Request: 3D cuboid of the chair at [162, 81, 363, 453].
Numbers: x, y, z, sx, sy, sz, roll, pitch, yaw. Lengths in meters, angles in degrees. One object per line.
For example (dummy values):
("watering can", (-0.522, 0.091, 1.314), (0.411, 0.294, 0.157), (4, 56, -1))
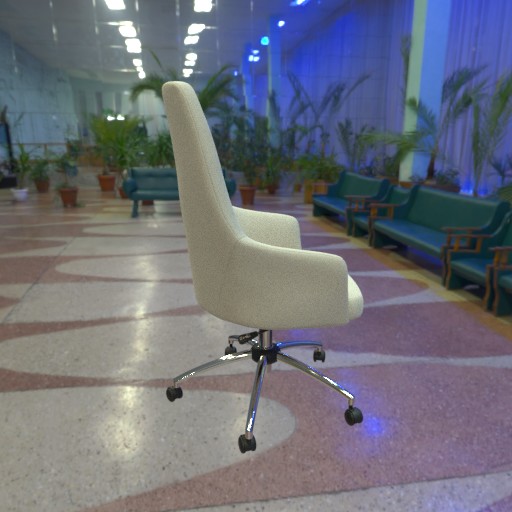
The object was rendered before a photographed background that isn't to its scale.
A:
("chair", (0.000, 0.000, 1.461), (0.640, 1.049, 0.620), (-2, 16, -8))
